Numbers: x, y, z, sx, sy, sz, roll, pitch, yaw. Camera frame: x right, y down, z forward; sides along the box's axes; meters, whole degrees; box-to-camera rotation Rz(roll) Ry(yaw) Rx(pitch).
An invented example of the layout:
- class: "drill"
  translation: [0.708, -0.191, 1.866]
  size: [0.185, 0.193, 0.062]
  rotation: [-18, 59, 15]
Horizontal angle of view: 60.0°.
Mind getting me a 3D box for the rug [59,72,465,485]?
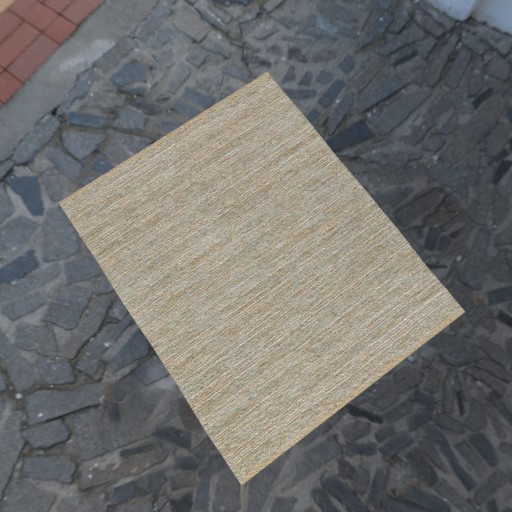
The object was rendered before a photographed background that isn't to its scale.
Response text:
- class: "rug"
  translation: [0.000, 0.000, 4.106]
  size: [2.471, 0.012, 3.034]
  rotation: [-35, 79, -8]
